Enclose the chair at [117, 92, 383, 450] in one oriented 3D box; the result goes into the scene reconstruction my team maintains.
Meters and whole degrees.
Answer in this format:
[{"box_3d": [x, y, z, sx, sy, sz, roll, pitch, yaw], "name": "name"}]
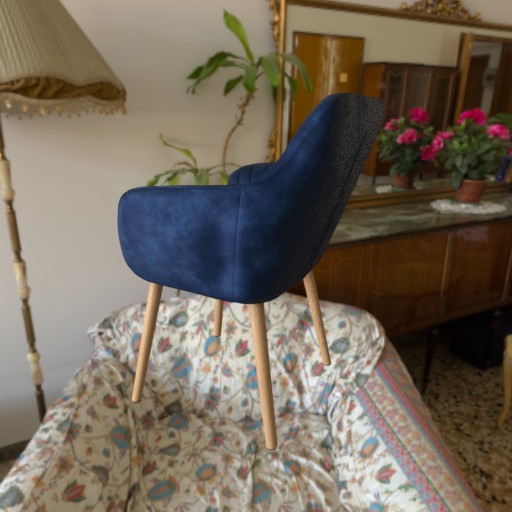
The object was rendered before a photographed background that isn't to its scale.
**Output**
[{"box_3d": [0.000, 0.000, 1.222, 0.573, 0.826, 0.578, 9, 20, 26], "name": "chair"}]
